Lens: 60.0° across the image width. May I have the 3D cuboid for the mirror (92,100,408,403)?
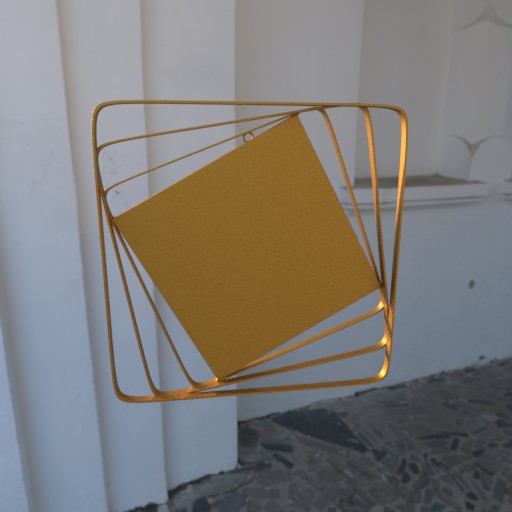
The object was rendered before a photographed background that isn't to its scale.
[{"bbox_3d":[0.000,0.000,0.709,0.470,0.468,0.045,-2,14,-9],"label":"mirror"}]
